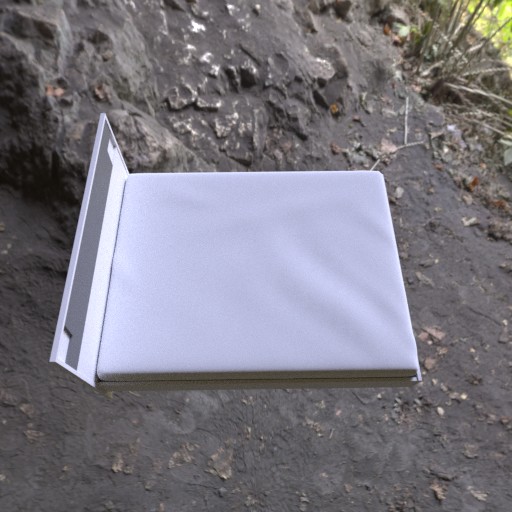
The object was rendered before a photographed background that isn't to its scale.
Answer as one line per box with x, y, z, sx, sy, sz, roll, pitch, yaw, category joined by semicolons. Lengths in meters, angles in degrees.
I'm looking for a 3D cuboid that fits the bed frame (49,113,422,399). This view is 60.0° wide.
0.000;0.000;3.078;2.100;1.001;1.711;-1;62;0;bed frame
